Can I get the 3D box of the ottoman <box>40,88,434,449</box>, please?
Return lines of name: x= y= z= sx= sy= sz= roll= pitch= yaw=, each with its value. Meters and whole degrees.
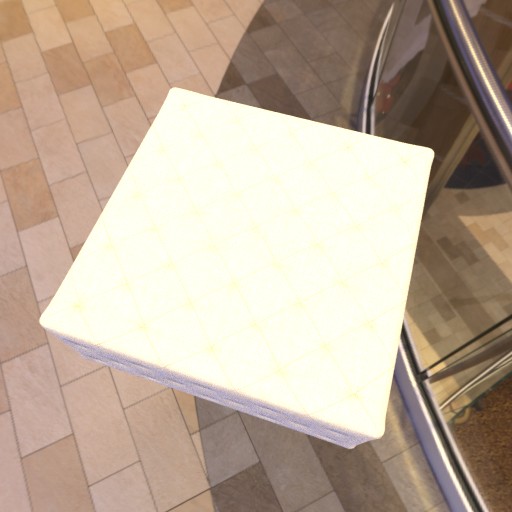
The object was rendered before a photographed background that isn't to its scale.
ottoman: x=0.000 y=0.000 z=1.621 sx=1.028 sy=0.439 sz=1.028 roll=16 pitch=64 yaw=8
